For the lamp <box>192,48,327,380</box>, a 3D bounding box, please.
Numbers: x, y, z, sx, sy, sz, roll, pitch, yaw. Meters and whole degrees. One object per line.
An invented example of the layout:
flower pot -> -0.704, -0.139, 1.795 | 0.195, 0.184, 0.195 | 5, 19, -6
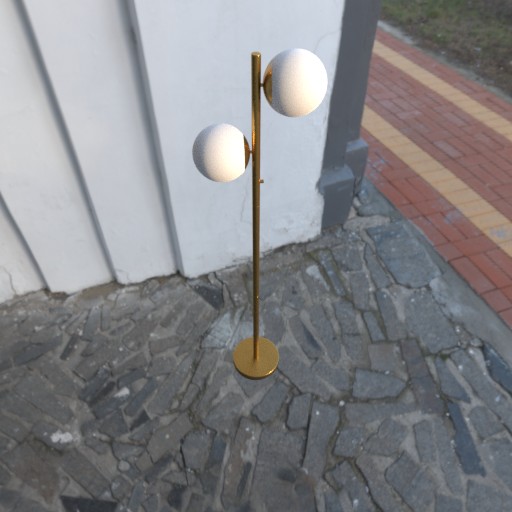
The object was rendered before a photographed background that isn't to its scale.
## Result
lamp -> 0.000, 0.000, 1.827 | 0.419, 1.641, 0.249 | -3, 46, -3
